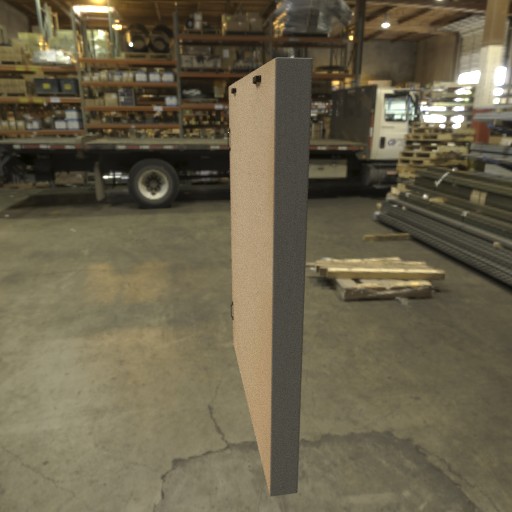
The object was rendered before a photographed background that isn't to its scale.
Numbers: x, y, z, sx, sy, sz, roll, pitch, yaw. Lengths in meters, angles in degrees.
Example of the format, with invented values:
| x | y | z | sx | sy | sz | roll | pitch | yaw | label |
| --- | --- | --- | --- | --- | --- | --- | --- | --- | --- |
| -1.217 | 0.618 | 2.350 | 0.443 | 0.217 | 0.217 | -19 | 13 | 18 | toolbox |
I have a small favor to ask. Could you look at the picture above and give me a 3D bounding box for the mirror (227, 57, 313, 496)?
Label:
| x | y | z | sx | sy | sz | roll | pitch | yaw | label |
| --- | --- | --- | --- | --- | --- | --- | --- | --- | --- |
| 0.000 | 0.000 | 0.675 | 0.041 | 0.508 | 0.405 | -3 | 18 | -9 | mirror |
